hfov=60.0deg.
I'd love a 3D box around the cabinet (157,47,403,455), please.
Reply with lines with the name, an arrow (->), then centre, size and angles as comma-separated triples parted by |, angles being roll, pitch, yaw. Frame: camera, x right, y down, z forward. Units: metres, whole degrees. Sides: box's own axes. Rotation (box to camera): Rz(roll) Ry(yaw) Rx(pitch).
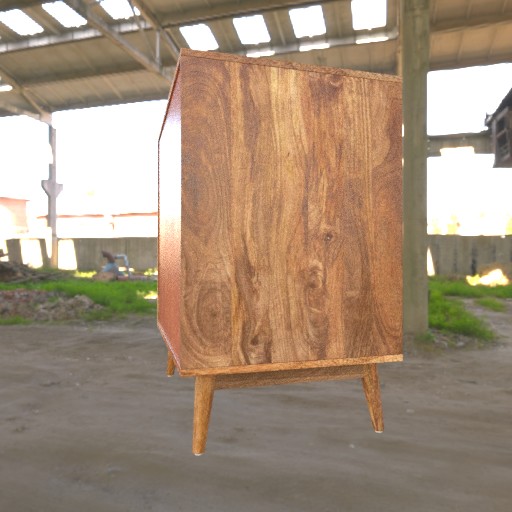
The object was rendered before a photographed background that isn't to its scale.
cabinet -> 0.000, 0.000, 1.183 | 0.473, 0.758, 0.647 | 0, 0, -16
